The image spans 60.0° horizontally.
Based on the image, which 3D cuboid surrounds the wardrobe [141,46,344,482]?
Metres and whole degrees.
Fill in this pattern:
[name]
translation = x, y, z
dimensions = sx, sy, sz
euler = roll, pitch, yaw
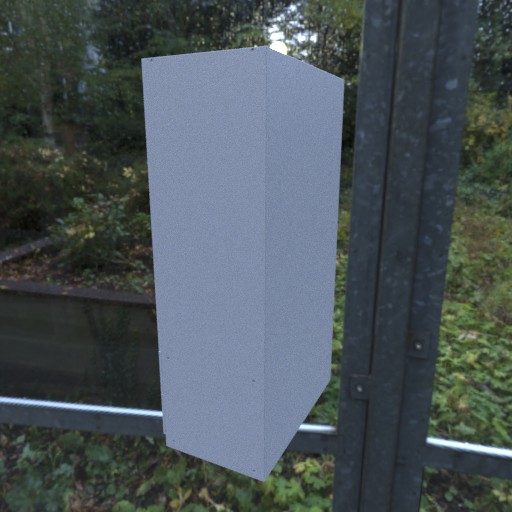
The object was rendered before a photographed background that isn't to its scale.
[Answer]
[wardrobe]
translation = 0.000, 0.000, 2.324
dimensions = 0.577, 1.808, 0.991
euler = 7, 16, 26
